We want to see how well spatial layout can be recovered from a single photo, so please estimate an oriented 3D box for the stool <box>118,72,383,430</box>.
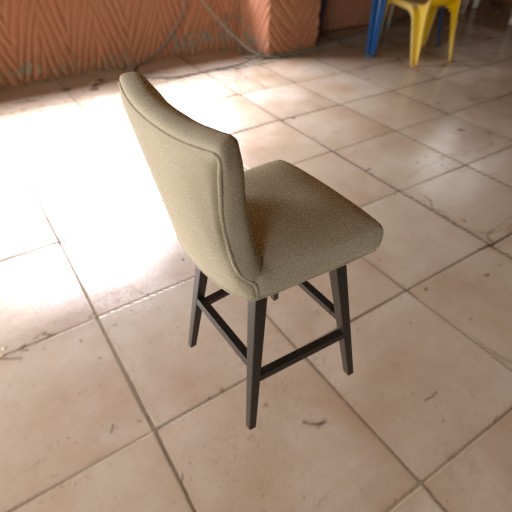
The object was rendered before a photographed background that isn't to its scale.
[{"bbox_3d":[0.000,0.000,1.402,0.574,1.086,0.514,-24,45,-26],"label":"stool"}]
